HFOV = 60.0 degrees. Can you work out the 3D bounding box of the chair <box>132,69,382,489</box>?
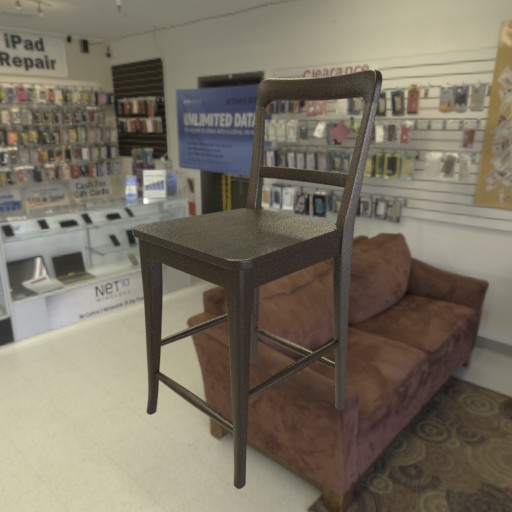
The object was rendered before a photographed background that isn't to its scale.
[{"bbox_3d":[0.000,0.000,1.261,0.546,0.991,0.450,-16,23,-42],"label":"chair"}]
